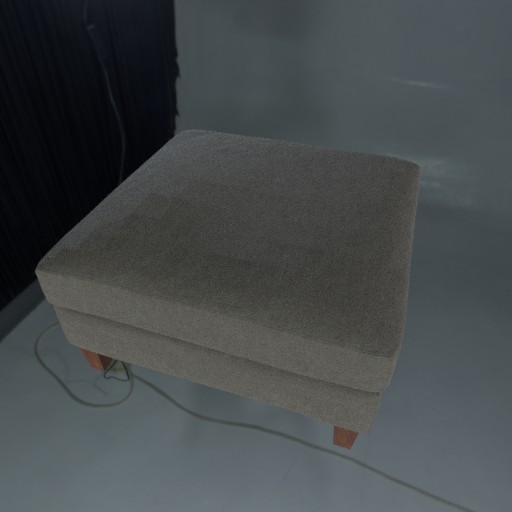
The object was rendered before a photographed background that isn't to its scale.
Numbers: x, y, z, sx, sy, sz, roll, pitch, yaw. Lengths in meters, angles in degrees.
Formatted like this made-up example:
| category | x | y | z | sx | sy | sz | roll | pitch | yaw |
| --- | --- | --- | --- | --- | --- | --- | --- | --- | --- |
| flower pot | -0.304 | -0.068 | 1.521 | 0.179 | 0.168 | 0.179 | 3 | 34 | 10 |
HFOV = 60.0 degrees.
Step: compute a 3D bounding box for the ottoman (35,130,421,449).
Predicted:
| category | x | y | z | sx | sy | sz | roll | pitch | yaw |
| --- | --- | --- | --- | --- | --- | --- | --- | --- | --- |
| ottoman | 0.000 | 0.000 | 1.387 | 0.881 | 0.482 | 0.861 | 12 | 42 | 14 |
